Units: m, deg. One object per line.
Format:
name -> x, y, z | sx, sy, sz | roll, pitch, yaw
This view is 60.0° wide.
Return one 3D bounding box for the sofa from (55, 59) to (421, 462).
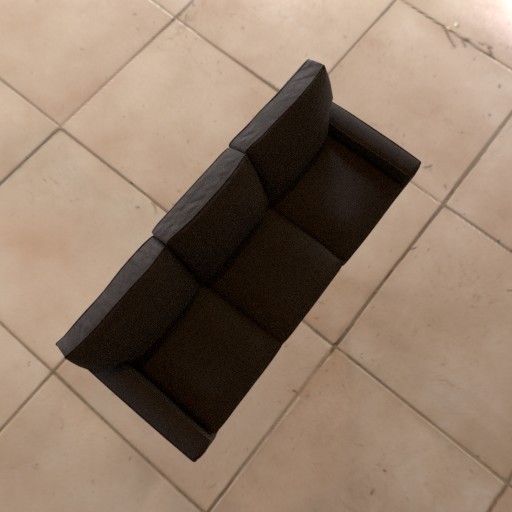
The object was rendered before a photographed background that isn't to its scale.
sofa -> 0.000, 0.000, 2.889 | 1.004, 0.978, 2.369 | 37, 78, 9
